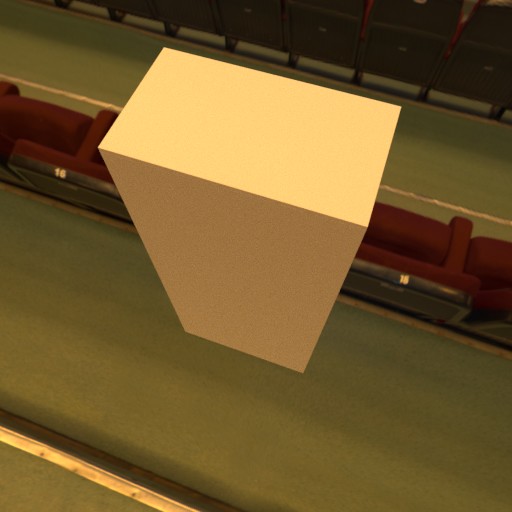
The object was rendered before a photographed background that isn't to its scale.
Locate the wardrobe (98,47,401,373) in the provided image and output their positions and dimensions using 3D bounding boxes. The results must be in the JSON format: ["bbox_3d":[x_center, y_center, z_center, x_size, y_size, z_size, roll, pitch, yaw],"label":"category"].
[{"bbox_3d":[0.000,0.000,2.024,0.760,1.700,0.470,18,65,9],"label":"wardrobe"}]
